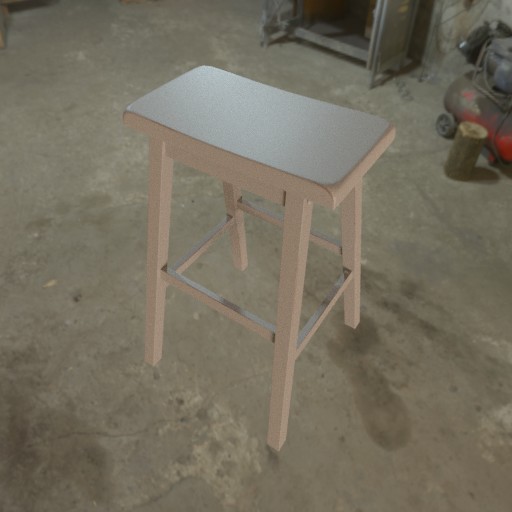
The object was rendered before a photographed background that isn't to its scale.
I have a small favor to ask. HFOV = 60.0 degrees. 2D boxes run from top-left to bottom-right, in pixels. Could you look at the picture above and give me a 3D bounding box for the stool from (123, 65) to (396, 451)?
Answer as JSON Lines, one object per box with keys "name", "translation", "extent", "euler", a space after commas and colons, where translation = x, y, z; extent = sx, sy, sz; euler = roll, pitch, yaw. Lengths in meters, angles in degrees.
{"name": "stool", "translation": [0.000, 0.000, 1.067], "extent": [0.457, 0.737, 0.476], "euler": [26, 52, 23]}
